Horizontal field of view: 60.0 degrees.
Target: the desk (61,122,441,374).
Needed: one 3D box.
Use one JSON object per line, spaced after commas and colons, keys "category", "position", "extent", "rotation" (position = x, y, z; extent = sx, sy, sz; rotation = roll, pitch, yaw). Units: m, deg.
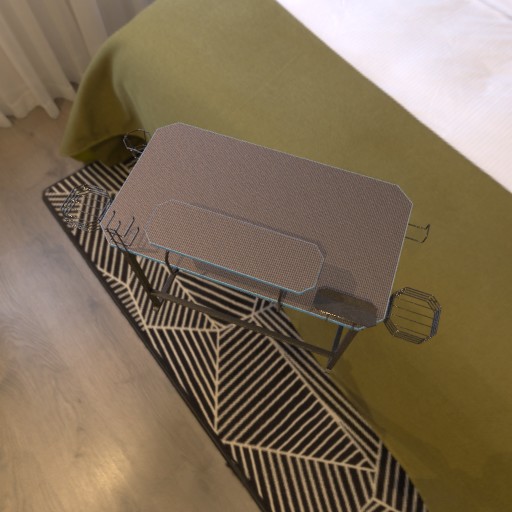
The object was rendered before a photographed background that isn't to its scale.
{"category": "desk", "position": [0.000, 0.000, 1.768], "extent": [1.295, 0.909, 0.594], "rotation": [18, 65, 9]}
